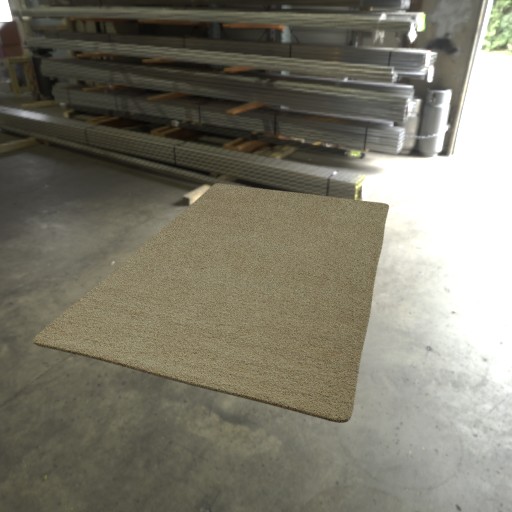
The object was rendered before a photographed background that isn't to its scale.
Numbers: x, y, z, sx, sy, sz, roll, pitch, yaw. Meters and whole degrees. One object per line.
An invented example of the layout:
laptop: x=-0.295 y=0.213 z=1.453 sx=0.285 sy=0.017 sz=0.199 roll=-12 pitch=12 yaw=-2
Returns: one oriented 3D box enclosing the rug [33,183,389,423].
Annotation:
rug: x=0.000 y=0.000 z=3.376 sx=1.801 sy=0.024 sz=2.700 roll=9 pitch=31 yaw=16
